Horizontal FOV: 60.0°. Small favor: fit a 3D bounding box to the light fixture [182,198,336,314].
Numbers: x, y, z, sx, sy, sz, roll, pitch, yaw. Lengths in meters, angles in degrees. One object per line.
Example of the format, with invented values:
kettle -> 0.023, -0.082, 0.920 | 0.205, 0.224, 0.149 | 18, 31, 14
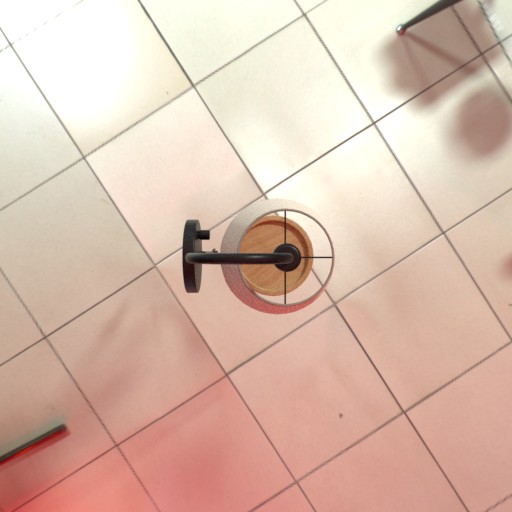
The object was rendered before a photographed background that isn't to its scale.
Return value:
light fixture -> 0.000, 0.000, 0.944 | 0.299, 0.821, 0.220 | 0, 90, -1
